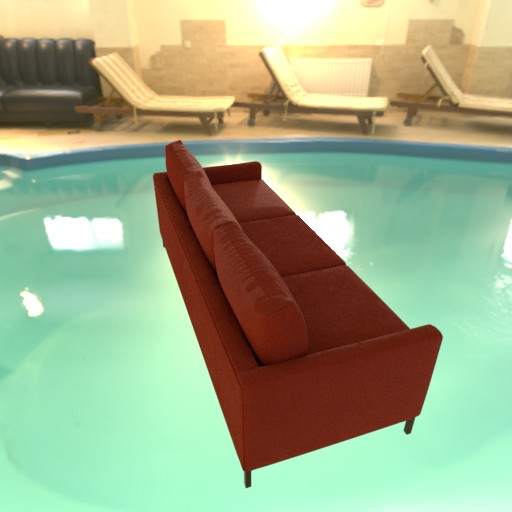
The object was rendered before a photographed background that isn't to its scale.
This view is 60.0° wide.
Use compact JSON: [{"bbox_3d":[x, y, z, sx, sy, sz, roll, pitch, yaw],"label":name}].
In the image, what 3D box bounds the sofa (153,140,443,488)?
[{"bbox_3d":[0.000,0.000,2.638,0.875,0.879,2.252,-10,32,-16],"label":"sofa"}]
